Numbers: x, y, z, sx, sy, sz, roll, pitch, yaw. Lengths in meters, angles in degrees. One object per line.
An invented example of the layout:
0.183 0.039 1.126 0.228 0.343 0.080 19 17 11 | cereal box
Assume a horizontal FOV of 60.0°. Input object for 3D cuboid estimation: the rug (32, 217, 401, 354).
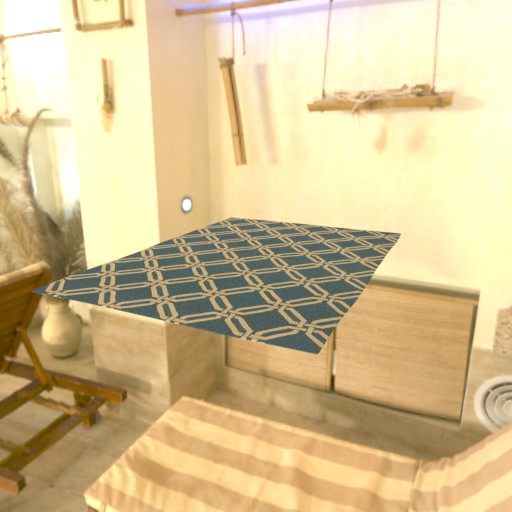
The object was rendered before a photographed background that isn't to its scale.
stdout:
0.000 0.000 2.847 1.524 0.013 2.135 8 18 24 | rug
